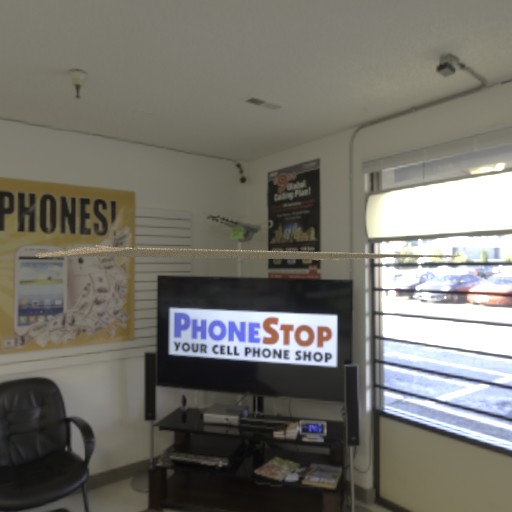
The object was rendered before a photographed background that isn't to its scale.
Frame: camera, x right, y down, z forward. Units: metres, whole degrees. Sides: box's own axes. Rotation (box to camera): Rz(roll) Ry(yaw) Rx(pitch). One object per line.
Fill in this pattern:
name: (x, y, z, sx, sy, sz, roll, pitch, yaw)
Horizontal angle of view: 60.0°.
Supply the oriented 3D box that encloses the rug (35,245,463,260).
rug: (0.000, 0.000, 3.018, 2.523, 0.034, 1.528, 1, -2, -35)
